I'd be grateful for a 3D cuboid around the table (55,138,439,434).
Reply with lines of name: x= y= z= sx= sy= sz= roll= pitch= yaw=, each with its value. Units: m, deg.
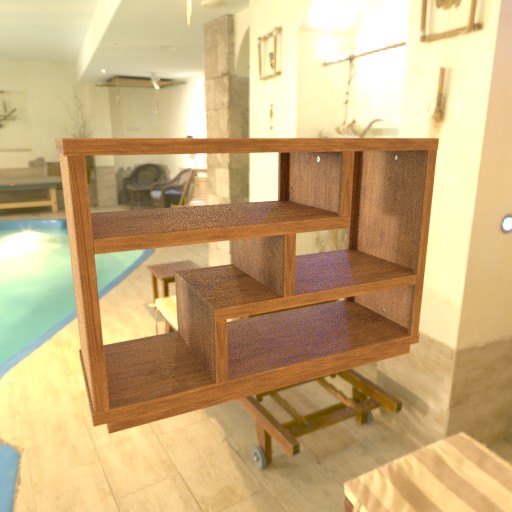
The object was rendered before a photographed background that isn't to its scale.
table: x=0.000 y=0.000 z=1.500 sx=1.151 sy=0.771 sz=0.410 roll=-7 pitch=17 yaw=-25
